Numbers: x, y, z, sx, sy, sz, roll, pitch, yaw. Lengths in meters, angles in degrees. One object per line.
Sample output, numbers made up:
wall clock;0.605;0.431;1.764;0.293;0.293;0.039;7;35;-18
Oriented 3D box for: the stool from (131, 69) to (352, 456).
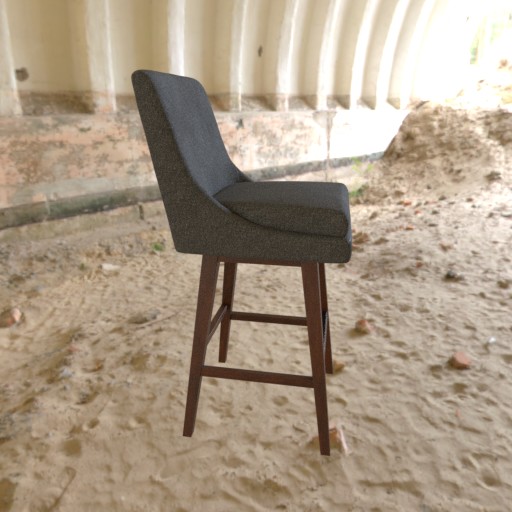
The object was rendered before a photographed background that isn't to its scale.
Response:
stool;0.000;0.000;1.392;0.572;1.068;0.489;3;19;10
